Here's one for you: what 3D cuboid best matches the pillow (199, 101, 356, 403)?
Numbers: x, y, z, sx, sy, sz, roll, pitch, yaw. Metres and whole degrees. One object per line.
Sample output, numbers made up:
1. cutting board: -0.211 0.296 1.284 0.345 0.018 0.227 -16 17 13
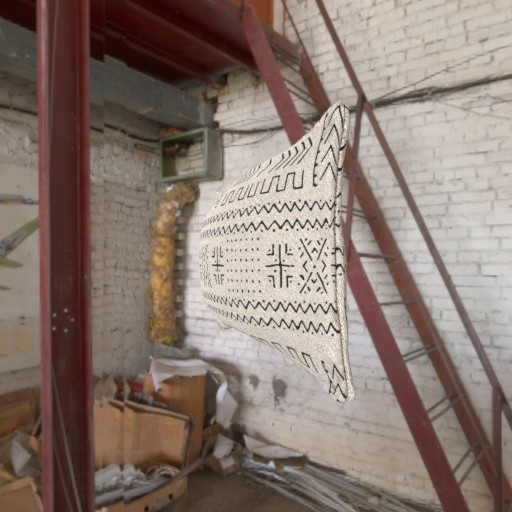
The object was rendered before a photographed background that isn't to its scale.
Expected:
1. pillow: 0.000 0.000 0.803 0.188 0.352 0.637 0 -1 -18
